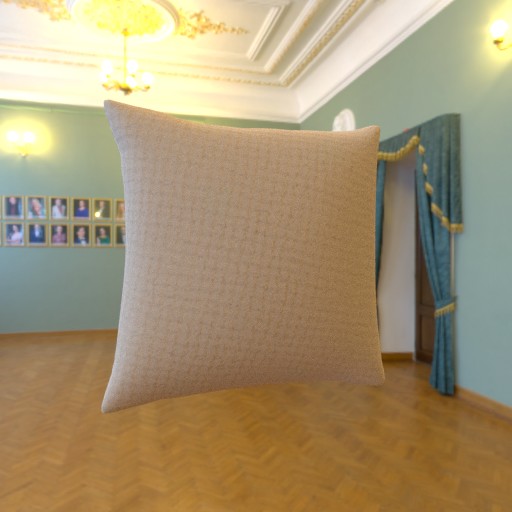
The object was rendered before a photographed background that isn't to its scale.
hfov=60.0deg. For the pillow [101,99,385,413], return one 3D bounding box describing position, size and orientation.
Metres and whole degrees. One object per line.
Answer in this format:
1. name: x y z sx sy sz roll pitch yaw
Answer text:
1. pillow: 0.000 0.000 0.636 0.419 0.407 0.173 0 0 -17
